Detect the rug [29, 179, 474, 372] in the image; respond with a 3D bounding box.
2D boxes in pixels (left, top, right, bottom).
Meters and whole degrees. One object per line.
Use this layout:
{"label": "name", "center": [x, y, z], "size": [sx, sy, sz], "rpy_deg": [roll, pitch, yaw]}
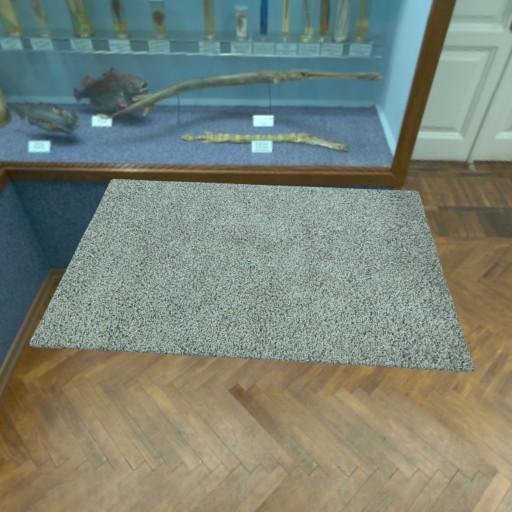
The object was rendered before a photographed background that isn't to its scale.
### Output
{"label": "rug", "center": [0.000, 0.000, 3.336], "size": [2.743, 0.030, 1.778], "rpy_deg": [3, 45, 3]}
